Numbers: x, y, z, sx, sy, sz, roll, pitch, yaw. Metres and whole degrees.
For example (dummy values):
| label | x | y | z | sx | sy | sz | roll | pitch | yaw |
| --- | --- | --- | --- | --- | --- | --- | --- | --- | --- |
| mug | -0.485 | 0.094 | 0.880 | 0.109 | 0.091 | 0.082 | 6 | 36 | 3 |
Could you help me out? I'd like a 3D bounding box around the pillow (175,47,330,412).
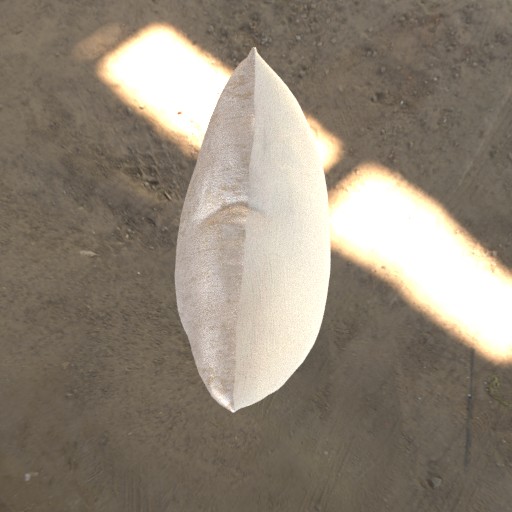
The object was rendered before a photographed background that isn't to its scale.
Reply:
| label | x | y | z | sx | sy | sz | roll | pitch | yaw |
| --- | --- | --- | --- | --- | --- | --- | --- | --- | --- |
| pillow | 0.000 | 0.000 | 0.726 | 0.245 | 0.448 | 0.450 | 5 | 77 | 1 |
